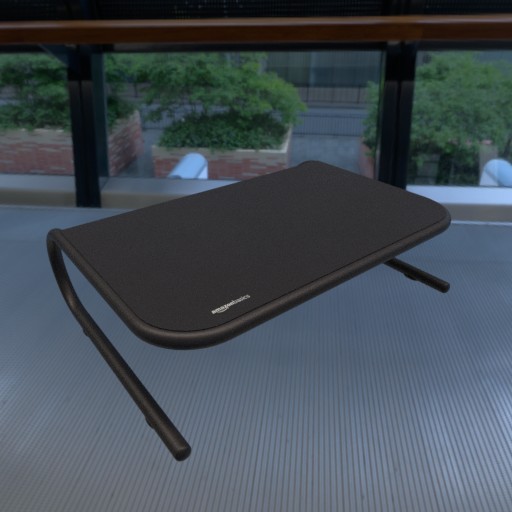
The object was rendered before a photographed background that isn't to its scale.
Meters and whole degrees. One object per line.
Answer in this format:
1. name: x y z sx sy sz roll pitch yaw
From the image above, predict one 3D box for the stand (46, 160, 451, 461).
1. stand: 0.000 0.000 0.497 0.370 0.108 0.280 -22 36 -33
